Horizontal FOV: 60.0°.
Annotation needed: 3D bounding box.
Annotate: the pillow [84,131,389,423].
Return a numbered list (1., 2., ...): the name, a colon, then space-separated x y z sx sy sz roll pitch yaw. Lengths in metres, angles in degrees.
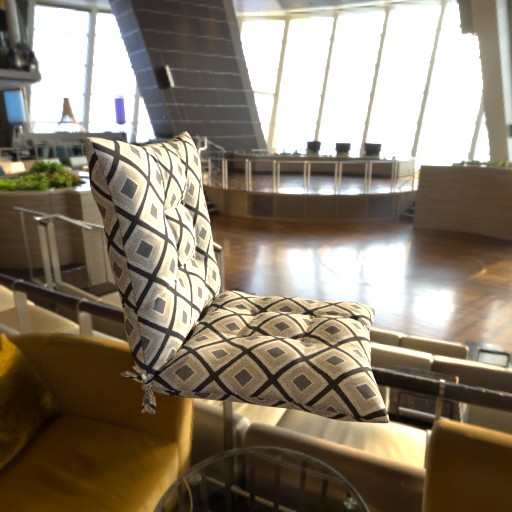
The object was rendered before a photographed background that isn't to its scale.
1. pillow: 0.000 0.000 1.004 0.585 0.536 0.541 3 17 11
